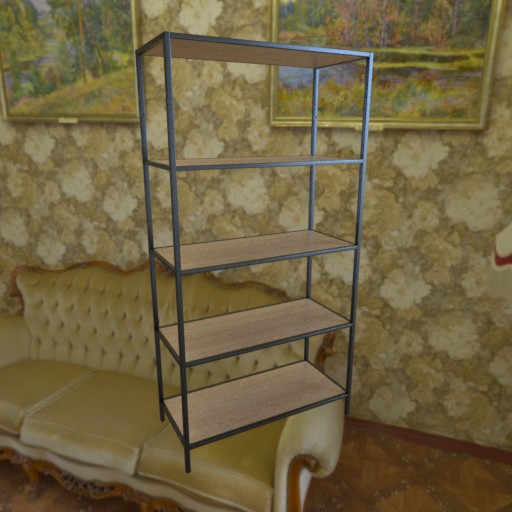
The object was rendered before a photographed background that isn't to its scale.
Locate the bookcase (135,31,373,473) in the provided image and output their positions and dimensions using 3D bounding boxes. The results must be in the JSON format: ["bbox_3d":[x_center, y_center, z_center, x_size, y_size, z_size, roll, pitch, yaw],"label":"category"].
[{"bbox_3d":[0.000,0.000,1.769,0.770,1.500,0.350,-8,18,-27],"label":"bookcase"}]
